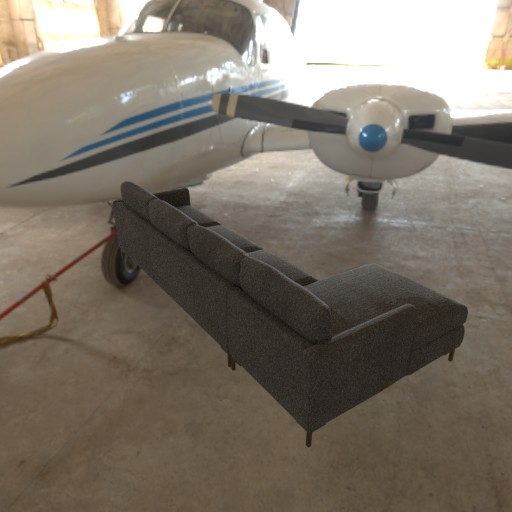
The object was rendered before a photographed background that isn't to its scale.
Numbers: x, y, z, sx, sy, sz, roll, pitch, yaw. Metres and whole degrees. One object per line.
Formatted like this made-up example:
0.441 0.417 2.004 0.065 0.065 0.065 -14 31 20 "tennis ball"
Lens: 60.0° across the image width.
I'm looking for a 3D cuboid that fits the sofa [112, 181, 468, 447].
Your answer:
0.000 0.000 3.576 1.350 0.810 2.932 -17 30 -31 "sofa"
